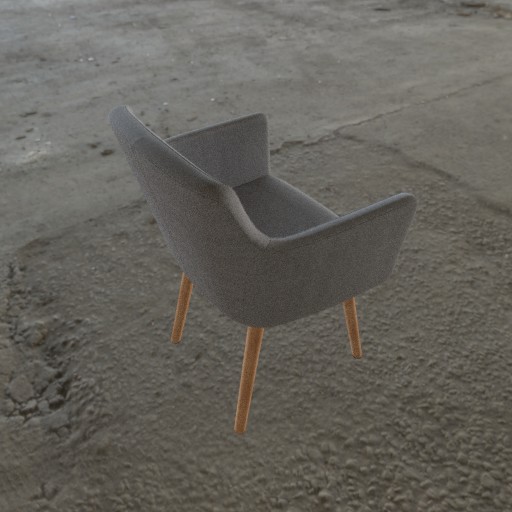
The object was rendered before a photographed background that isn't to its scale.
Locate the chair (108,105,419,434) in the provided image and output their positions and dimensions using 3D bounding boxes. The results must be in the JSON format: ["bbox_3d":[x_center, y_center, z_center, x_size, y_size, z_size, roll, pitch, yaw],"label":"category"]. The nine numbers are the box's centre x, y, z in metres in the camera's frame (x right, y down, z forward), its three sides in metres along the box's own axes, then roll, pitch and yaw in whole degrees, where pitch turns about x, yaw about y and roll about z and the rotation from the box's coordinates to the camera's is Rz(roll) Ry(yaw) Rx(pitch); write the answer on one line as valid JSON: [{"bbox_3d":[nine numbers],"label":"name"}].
[{"bbox_3d":[0.000,0.000,1.148,0.540,0.780,0.570,-24,45,-26],"label":"chair"}]
